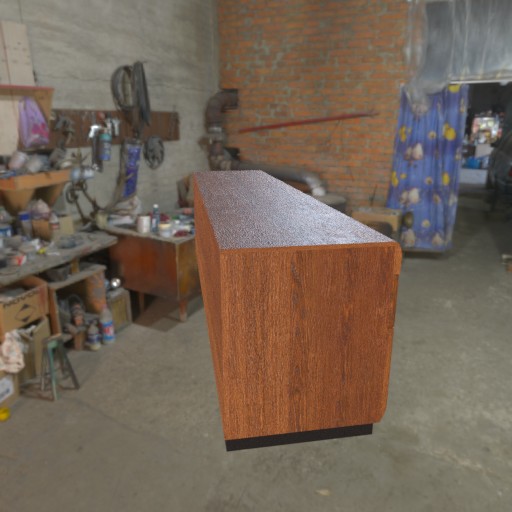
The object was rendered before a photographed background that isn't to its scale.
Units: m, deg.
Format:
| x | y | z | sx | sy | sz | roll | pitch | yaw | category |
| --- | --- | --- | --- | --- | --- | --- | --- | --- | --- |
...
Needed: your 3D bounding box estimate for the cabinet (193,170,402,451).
| x | y | z | sx | sy | sz | roll | pitch | yaw | category |
| --- | --- | --- | --- | --- | --- | --- | --- | --- | --- |
| 0.000 | 0.000 | 1.738 | 0.419 | 0.510 | 1.600 | -3 | 17 | -9 | cabinet |
